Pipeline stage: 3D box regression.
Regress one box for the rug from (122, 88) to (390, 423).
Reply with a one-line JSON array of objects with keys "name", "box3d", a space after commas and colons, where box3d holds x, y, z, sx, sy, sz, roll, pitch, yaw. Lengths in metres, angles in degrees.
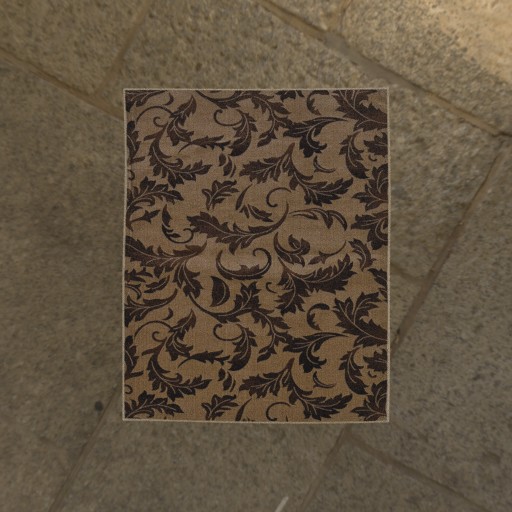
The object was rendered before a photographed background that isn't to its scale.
[{"name": "rug", "box3d": [0.000, 0.000, 3.938, 2.380, 0.008, 2.977, 0, 90, 1]}]
